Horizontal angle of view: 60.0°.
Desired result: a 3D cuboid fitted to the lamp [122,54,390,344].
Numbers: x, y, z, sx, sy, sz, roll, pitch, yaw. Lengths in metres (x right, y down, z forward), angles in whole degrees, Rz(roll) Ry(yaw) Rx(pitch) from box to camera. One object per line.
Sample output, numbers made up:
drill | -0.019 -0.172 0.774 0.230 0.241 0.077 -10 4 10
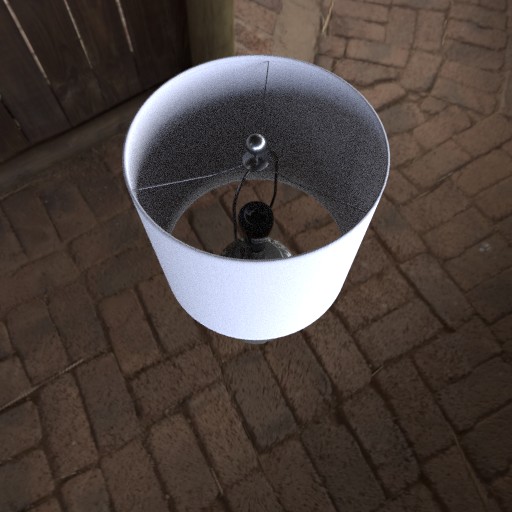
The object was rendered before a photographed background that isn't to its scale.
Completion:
lamp | 0.000 0.000 0.505 0.203 0.389 0.203 33 67 16
